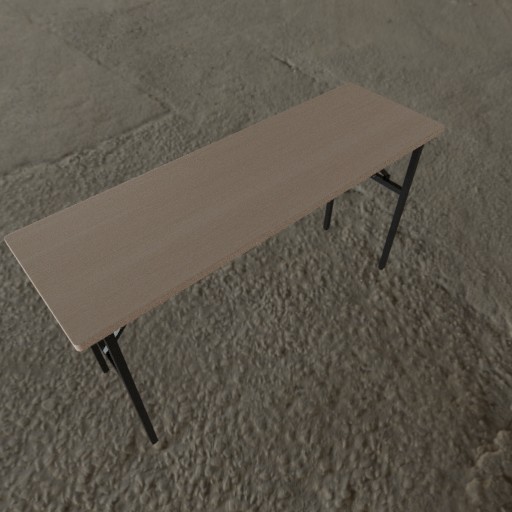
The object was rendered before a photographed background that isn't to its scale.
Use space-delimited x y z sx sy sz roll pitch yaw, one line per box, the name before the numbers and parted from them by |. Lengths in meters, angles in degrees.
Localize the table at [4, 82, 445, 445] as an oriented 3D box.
table | 0.000 0.000 1.650 1.397 0.750 0.447 -32 54 -26
